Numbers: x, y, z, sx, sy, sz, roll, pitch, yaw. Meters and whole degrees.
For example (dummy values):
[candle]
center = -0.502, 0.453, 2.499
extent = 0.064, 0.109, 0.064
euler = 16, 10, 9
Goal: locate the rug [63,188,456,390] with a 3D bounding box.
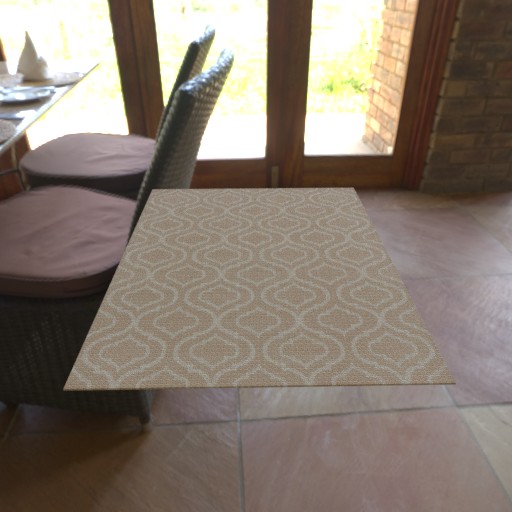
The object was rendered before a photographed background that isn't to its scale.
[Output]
[rug]
center = 0.000, 0.000, 3.805
extent = 2.286, 0.013, 2.894
euler = -1, 32, -1
